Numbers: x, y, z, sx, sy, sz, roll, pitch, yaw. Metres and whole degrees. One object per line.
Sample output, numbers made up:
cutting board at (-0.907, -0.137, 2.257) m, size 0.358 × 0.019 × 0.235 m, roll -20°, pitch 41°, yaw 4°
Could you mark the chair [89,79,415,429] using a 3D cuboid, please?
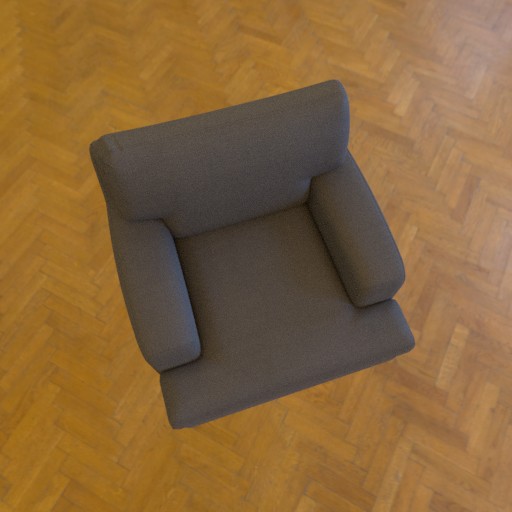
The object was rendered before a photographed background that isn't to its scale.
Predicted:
chair at (0.000, 0.000, 1.949) m, size 1.168 × 0.940 × 1.143 m, roll -16°, pitch 66°, yaw -8°
